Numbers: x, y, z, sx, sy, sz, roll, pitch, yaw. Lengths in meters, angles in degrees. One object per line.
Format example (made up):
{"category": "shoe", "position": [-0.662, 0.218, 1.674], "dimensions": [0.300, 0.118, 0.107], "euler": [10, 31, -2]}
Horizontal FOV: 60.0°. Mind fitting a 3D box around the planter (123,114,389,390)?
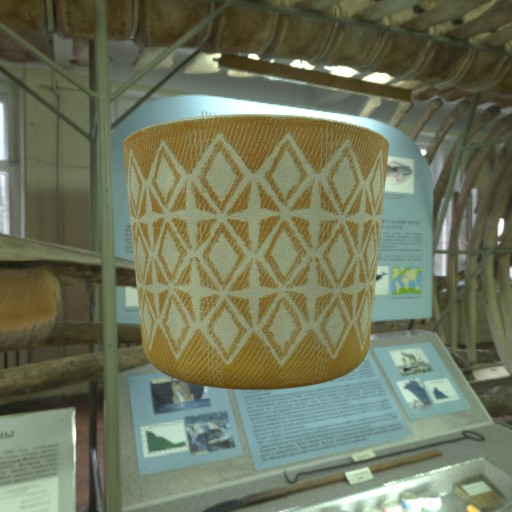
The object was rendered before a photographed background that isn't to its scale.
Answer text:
{"category": "planter", "position": [0.000, 0.000, 0.221], "dimensions": [0.126, 0.104, 0.126], "euler": [0, 1, 0]}
